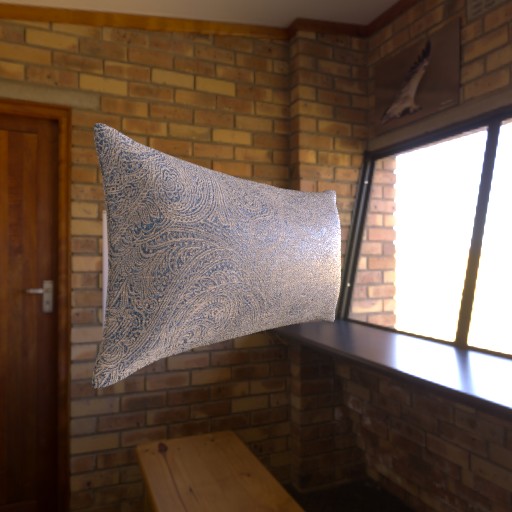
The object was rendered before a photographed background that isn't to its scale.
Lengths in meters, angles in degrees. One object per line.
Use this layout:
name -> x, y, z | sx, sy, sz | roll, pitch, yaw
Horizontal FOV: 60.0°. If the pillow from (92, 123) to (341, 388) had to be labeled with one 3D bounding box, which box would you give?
pillow -> 0.000, 0.000, 0.736 | 0.151, 0.295, 0.615 | 0, 0, 35
